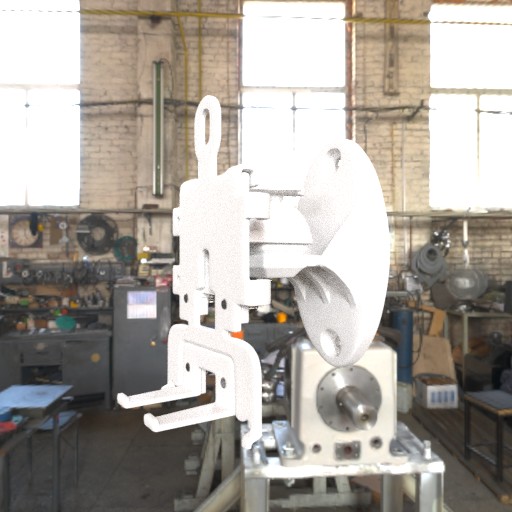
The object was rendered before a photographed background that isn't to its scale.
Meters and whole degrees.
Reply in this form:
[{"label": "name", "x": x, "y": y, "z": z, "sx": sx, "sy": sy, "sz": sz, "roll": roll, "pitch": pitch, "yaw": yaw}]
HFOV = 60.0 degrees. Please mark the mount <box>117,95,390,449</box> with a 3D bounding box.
[{"label": "mount", "x": 0.000, "y": 0.000, "z": 0.177, "sx": 0.100, "sy": 0.118, "sz": 0.066, "roll": 0, "pitch": 0, "yaw": -35}]
